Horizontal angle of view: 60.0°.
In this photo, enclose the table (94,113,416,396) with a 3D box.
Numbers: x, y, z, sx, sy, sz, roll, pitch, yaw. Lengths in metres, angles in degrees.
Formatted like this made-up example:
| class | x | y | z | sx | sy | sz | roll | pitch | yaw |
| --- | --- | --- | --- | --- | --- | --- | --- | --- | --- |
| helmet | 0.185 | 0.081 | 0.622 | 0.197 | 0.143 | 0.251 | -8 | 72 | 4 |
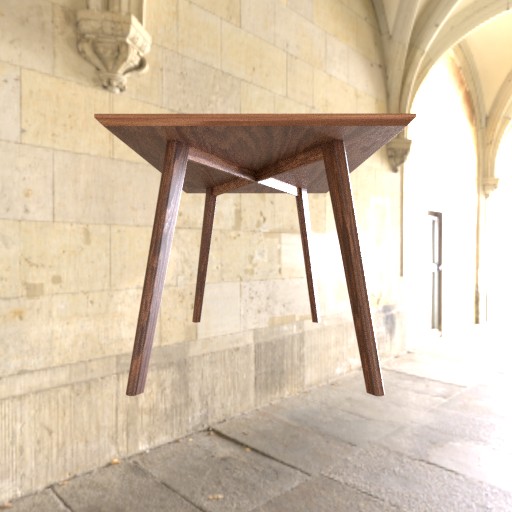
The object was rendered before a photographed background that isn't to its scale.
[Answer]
| class | x | y | z | sx | sy | sz | roll | pitch | yaw |
| --- | --- | --- | --- | --- | --- | --- | --- | --- | --- |
| table | 0.000 | 0.000 | 1.780 | 0.801 | 0.724 | 1.349 | 0 | 1 | 0 |
